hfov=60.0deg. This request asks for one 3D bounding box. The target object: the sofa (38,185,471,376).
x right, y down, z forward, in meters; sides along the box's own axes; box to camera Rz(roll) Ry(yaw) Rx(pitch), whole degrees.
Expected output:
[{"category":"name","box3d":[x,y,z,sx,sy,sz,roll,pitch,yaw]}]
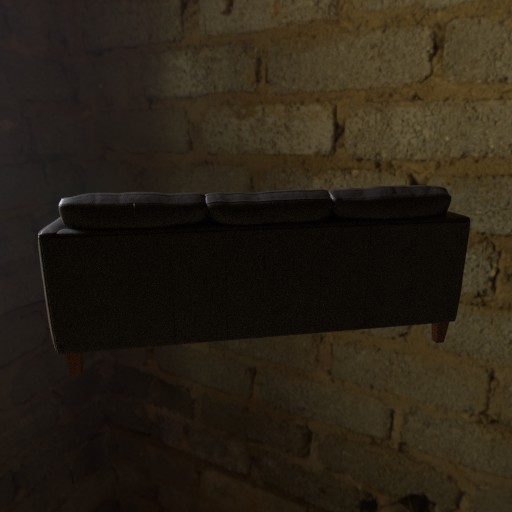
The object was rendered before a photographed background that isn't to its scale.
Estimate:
[{"category":"sofa","box3d":[0.000,0.000,3.010,2.464,1.006,1.045,-3,16,-10]}]
